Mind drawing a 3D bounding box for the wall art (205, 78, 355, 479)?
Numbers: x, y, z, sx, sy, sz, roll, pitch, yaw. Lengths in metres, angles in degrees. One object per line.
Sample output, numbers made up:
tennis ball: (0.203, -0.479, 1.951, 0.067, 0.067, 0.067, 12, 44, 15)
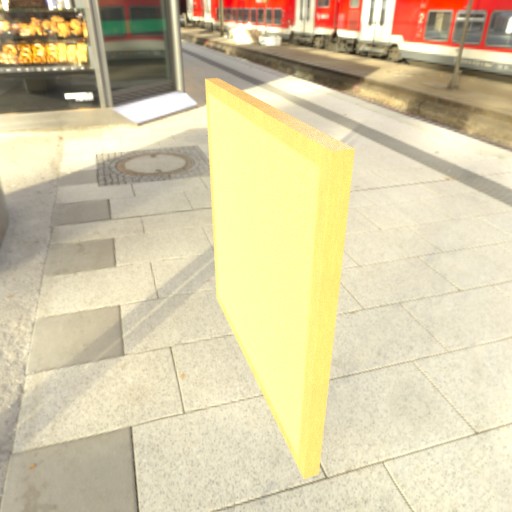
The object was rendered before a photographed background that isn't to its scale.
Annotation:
wall art: (0.000, 0.000, 2.909, 0.097, 1.936, 1.935, -10, 31, -17)
